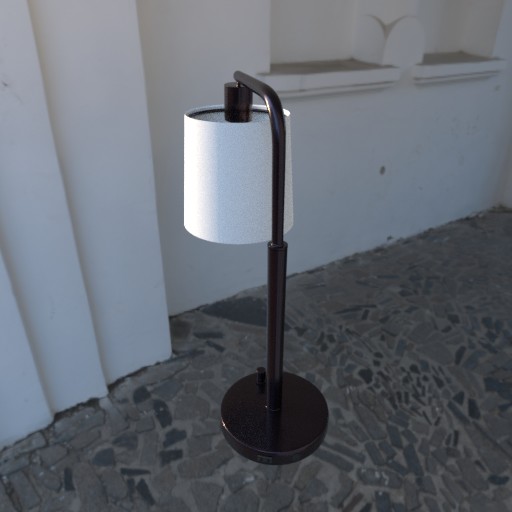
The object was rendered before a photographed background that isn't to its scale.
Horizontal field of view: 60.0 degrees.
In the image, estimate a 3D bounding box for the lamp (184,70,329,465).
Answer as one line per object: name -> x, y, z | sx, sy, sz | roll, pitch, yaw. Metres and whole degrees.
lamp -> 0.000, 0.000, 0.644 | 0.171, 0.489, 0.333 | -9, 28, -17
